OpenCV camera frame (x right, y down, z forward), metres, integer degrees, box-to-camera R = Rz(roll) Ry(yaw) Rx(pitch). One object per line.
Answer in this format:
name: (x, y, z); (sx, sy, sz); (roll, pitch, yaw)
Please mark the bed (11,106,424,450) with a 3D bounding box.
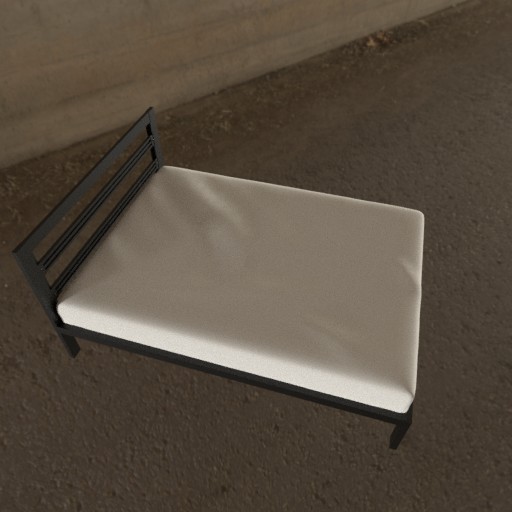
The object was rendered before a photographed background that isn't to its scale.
bed: (0.000, 0.000, 2.811); (2.062, 0.967, 1.524); (12, 47, 11)
